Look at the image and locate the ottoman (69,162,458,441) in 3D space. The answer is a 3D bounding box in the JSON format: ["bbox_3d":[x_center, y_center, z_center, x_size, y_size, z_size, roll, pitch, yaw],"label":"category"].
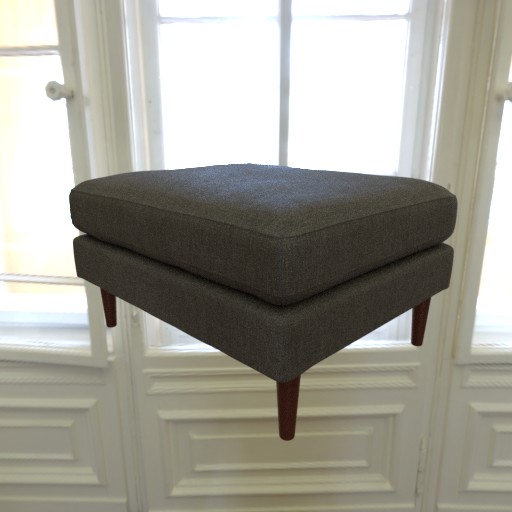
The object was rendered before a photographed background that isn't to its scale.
[{"bbox_3d":[0.000,0.000,1.227,0.693,0.474,0.821,-15,22,-43],"label":"ottoman"}]
